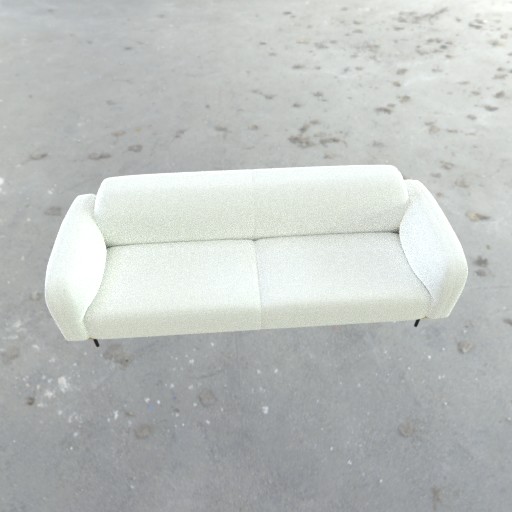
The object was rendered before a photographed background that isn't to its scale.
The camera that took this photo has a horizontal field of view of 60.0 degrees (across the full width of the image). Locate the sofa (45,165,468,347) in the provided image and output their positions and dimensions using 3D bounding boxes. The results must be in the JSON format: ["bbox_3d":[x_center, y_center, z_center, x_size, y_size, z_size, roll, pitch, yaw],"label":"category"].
[{"bbox_3d":[0.000,0.000,2.698,2.280,0.780,0.870,-3,45,-3],"label":"sofa"}]
